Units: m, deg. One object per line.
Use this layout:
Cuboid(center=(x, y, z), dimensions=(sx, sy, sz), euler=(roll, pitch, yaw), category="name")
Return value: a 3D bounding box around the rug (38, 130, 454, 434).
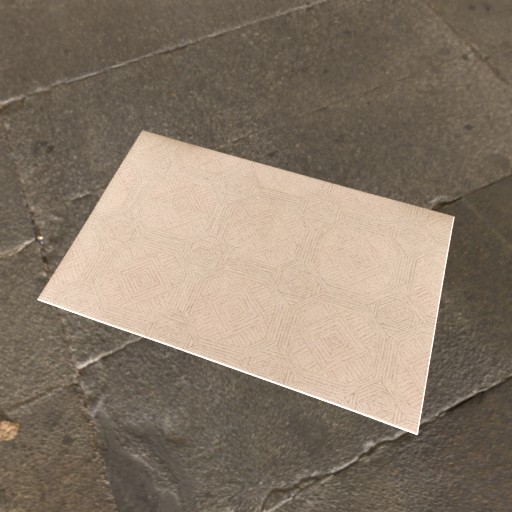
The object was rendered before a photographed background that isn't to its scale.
Cuboid(center=(0.000, 0.000, 2.987), dimensions=(2.440, 0.008, 1.524), euler=(17, 64, 9), category="rug")
